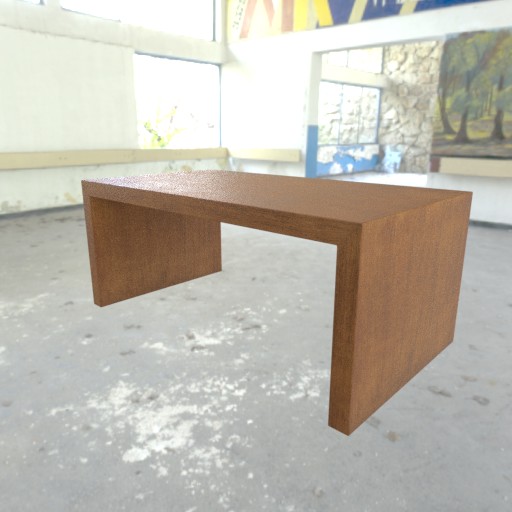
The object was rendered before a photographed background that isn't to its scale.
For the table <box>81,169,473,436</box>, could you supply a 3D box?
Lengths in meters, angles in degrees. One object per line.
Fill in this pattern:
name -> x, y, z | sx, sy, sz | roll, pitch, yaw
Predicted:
table -> 0.000, 0.000, 1.319 | 1.000, 0.419, 0.549 | 14, 21, 41
